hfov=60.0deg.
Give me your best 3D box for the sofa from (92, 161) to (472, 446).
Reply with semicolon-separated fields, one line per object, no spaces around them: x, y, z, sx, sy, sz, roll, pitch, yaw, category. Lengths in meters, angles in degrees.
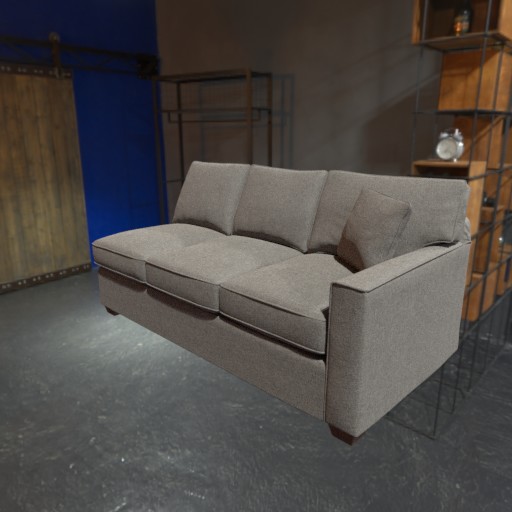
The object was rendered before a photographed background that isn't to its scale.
0.000;0.000;2.495;1.963;0.946;1.034;15;21;42;sofa
